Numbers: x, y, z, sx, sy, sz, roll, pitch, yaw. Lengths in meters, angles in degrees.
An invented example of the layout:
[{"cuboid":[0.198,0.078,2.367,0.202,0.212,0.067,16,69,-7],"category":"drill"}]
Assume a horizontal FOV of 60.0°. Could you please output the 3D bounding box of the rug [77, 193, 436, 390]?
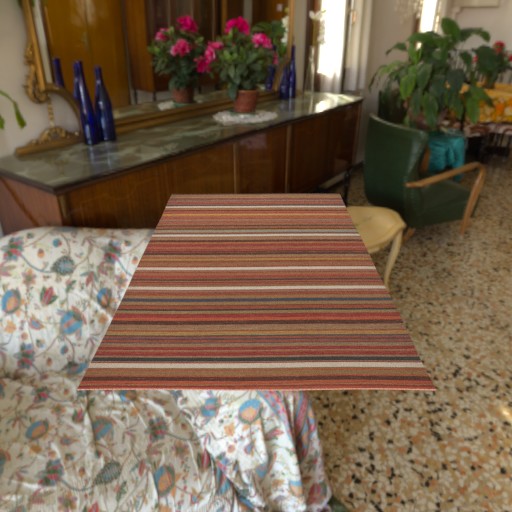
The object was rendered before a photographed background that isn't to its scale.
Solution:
[{"cuboid":[0.000,0.000,2.950,1.523,0.008,2.438,0,28,0],"category":"rug"}]
